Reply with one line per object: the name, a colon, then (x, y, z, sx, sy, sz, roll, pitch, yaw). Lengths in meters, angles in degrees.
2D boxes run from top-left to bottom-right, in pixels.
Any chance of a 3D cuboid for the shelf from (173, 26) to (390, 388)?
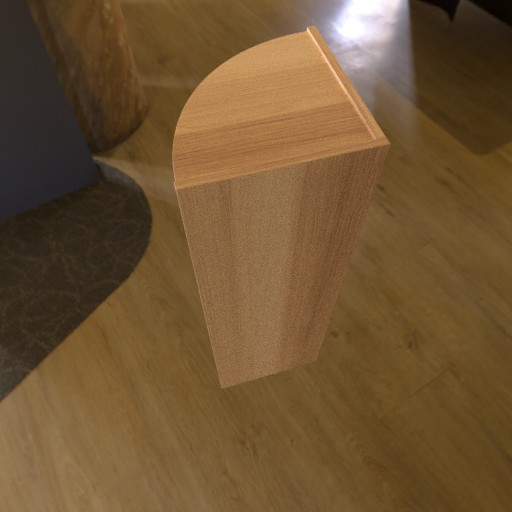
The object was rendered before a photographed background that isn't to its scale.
shelf: (0.000, 0.000, 1.013, 0.290, 0.872, 0.290, -14, 59, -9)
